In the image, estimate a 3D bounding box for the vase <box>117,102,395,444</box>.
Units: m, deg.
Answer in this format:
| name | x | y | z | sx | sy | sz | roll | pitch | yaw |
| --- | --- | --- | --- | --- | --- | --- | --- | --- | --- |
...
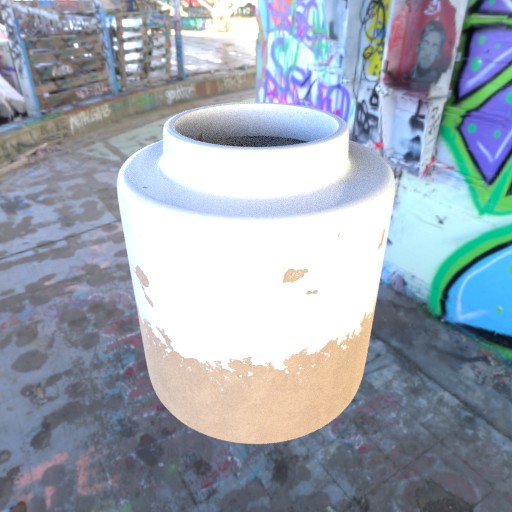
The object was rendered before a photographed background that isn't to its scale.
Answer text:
| name | x | y | z | sx | sy | sz | roll | pitch | yaw |
| --- | --- | --- | --- | --- | --- | --- | --- | --- | --- |
| vase | 0.000 | 0.000 | 0.279 | 0.153 | 0.167 | 0.153 | 0 | 31 | 0 |
